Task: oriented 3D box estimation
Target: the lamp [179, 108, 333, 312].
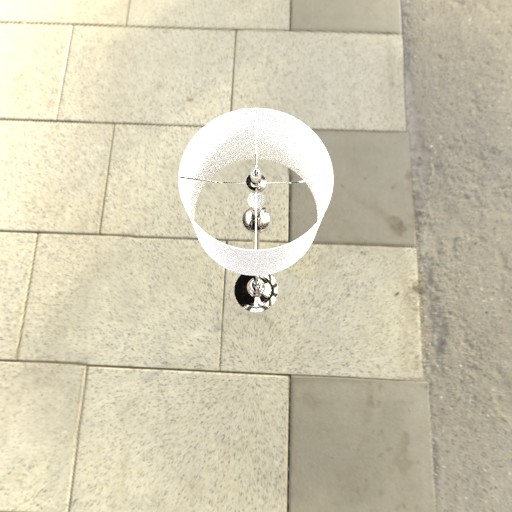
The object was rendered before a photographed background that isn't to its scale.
[{"bbox_3d":[0.000,0.000,1.713,0.356,1.487,0.356,0,75,0],"label":"lamp"}]
